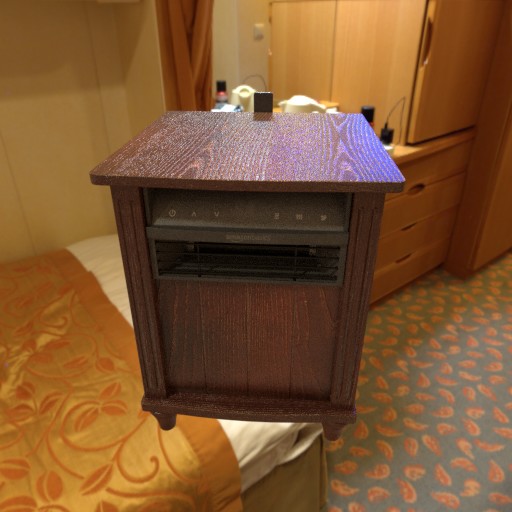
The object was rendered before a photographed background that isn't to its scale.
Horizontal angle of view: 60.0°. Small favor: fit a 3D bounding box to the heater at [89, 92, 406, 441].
[{"bbox_3d":[0.000,0.000,0.763,0.362,0.481,0.400,2,29,4],"label":"heater"}]
